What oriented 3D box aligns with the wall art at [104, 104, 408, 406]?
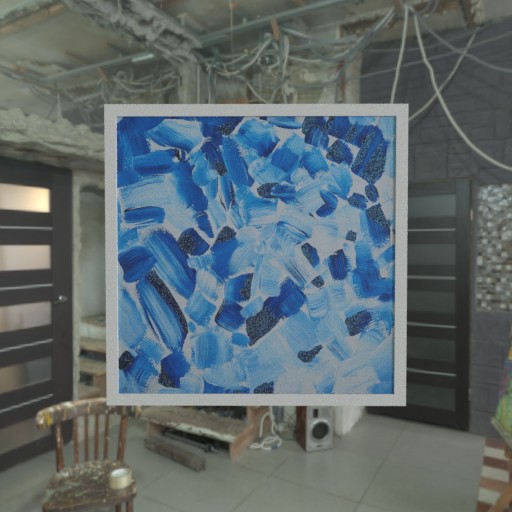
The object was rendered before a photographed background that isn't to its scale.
[{"bbox_3d":[0.000,0.000,0.977,0.660,0.660,0.015,0,1,0],"label":"wall art"}]
